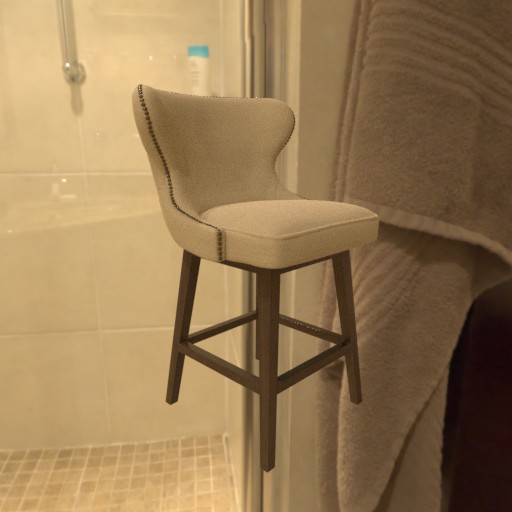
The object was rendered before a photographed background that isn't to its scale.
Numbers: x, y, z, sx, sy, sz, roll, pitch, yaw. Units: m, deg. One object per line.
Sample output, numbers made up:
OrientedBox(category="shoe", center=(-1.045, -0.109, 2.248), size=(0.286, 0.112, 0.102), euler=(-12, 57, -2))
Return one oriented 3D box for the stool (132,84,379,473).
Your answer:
OrientedBox(category="stool", center=(0.000, 0.000, 1.351), size=(0.597, 0.972, 0.615), euler=(14, 19, 43))
